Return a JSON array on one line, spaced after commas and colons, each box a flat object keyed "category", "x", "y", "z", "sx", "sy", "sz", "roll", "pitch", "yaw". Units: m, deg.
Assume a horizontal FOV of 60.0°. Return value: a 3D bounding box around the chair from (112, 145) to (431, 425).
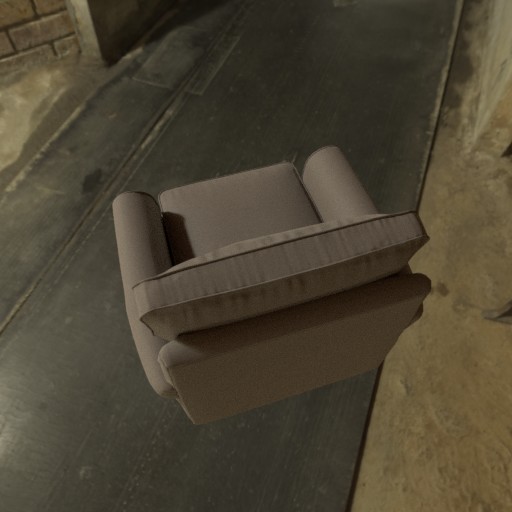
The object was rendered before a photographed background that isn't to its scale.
[{"category": "chair", "x": 0.000, "y": 0.000, "z": 1.770, "sx": 1.029, "sy": 0.967, "sz": 0.966, "roll": -15, "pitch": 59, "yaw": -9}]
